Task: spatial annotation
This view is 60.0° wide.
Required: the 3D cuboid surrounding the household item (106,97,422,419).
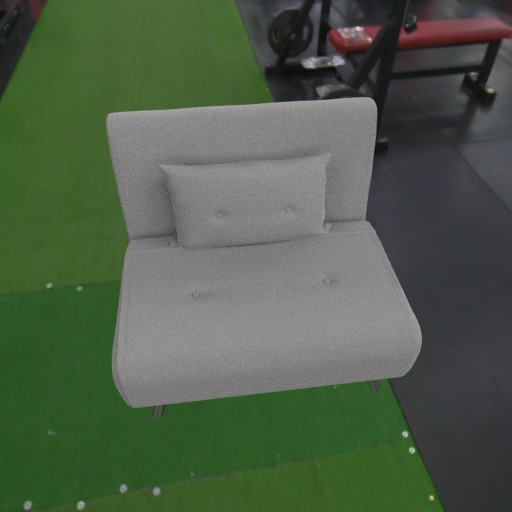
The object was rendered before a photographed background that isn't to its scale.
[{"bbox_3d":[0.000,0.000,1.636,1.000,0.800,0.874,-5,47,-5],"label":"household item"}]
